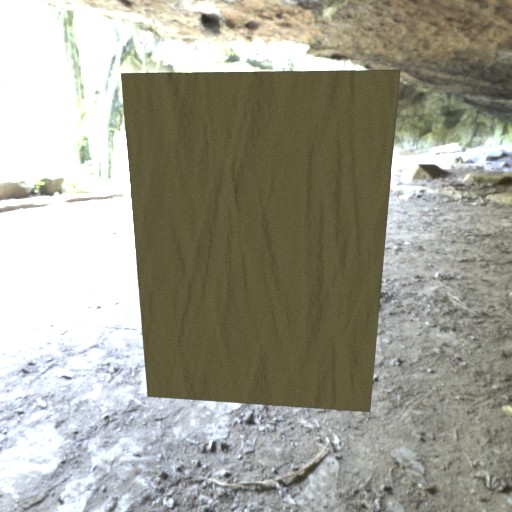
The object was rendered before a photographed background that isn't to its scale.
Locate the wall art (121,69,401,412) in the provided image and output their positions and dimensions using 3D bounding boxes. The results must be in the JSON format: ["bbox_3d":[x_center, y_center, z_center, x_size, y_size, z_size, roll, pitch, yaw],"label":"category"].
[{"bbox_3d":[0.000,0.000,1.446,0.810,1.116,0.016,2,17,6],"label":"wall art"}]
